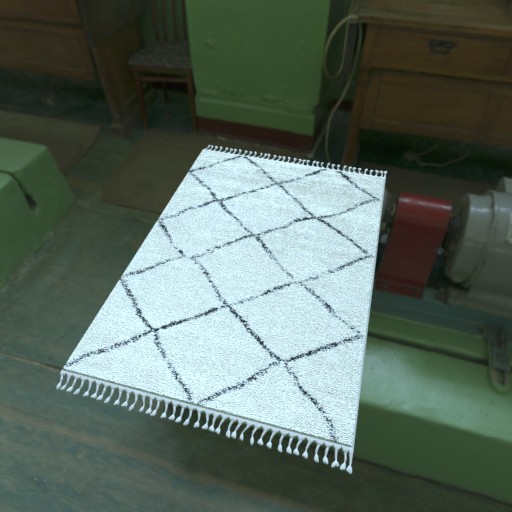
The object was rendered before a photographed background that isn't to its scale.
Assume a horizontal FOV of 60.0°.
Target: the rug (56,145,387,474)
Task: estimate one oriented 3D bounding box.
[{"bbox_3d":[0.000,0.000,2.828,1.494,0.031,2.307,11,47,10],"label":"rug"}]
